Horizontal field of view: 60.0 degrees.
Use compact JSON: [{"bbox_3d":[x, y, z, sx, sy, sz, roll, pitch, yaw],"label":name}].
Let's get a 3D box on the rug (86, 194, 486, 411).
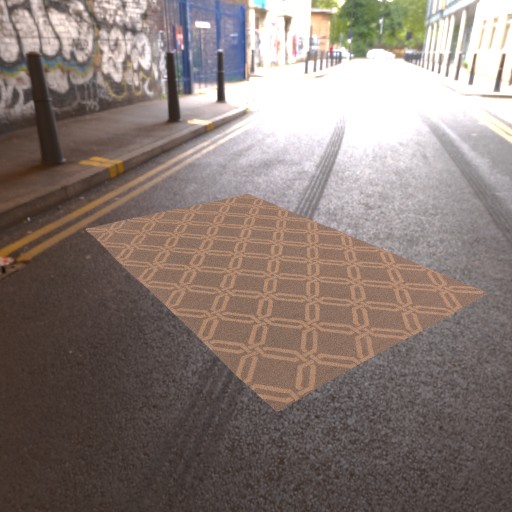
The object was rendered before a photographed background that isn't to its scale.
[{"bbox_3d":[0.000,0.000,2.198,1.148,0.010,1.754,-17,30,-32],"label":"rug"}]
